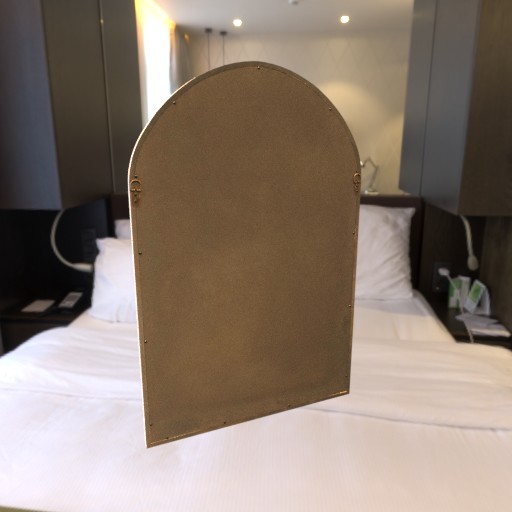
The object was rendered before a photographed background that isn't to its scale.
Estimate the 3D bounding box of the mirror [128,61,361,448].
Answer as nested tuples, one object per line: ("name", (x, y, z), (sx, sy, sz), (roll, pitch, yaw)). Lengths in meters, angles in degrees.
("mirror", (0.000, 0.000, 1.126), (0.609, 0.915, 0.032), (-6, 15, -24))
